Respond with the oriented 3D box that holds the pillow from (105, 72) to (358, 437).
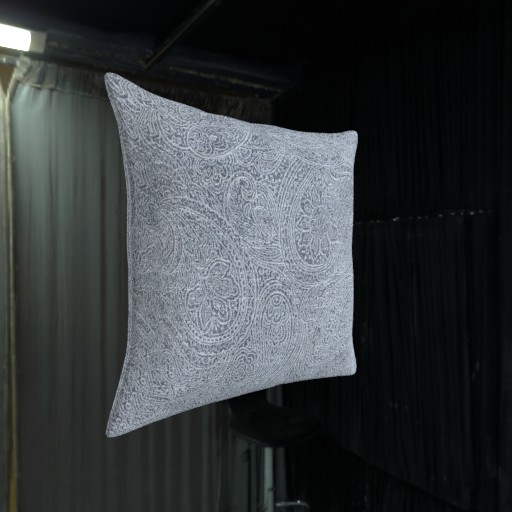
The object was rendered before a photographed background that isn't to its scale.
[{"bbox_3d":[0.000,0.000,0.772,0.523,0.510,0.166,-1,1,-36],"label":"pillow"}]
